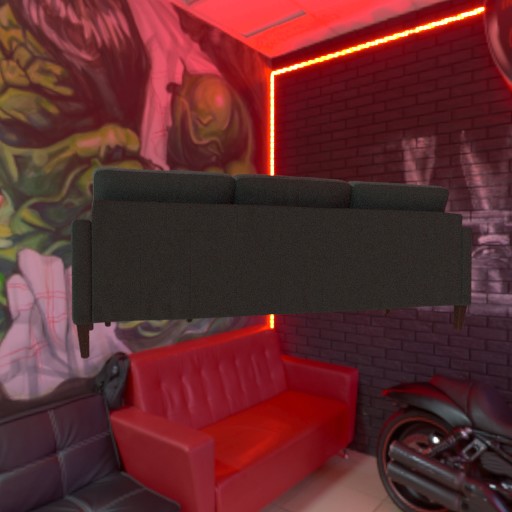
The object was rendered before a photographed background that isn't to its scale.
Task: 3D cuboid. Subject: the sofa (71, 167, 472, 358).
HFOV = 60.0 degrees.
[{"bbox_3d":[0.000,0.000,2.945,2.178,0.876,1.506,0,1,-19],"label":"sofa"}]
